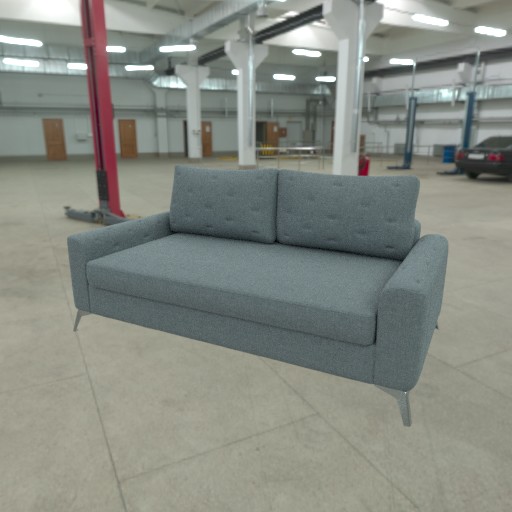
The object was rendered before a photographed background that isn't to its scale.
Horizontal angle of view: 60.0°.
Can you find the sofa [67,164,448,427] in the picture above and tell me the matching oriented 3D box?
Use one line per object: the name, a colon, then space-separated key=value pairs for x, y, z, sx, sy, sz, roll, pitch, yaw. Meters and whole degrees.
sofa: x=0.000 y=0.000 z=2.136 sx=1.650 sy=0.790 sz=0.920 roll=8 pitch=18 yaw=26
